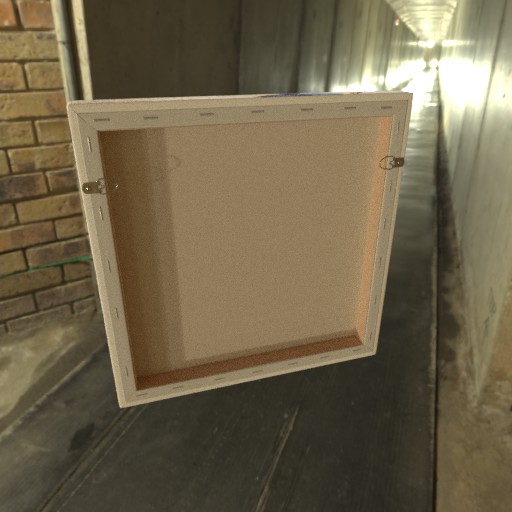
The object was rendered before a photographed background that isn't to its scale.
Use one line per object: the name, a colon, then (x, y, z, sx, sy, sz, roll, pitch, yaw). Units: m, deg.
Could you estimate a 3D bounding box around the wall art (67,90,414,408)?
wall art: (0.000, 0.000, 0.744, 0.507, 0.508, 0.038, -8, 27, -15)
